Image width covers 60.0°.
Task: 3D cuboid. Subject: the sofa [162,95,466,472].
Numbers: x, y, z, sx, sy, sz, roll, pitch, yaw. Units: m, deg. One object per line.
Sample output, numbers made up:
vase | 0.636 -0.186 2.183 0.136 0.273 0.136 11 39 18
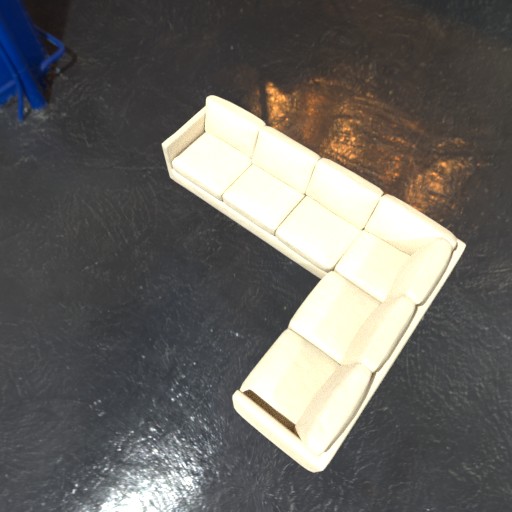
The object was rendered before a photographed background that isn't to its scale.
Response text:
sofa | 0.000 0.000 4.550 3.302 0.947 2.593 35 67 17
